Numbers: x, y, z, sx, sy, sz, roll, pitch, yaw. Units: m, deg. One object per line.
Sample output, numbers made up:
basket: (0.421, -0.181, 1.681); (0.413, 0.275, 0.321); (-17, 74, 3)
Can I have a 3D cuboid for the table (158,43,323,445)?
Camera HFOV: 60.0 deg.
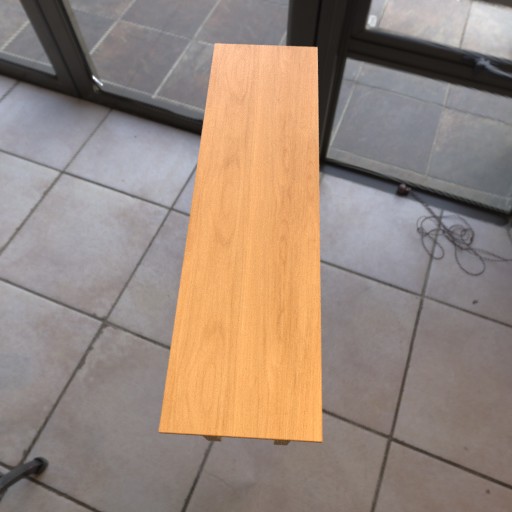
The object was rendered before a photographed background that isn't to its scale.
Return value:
table: (0.000, 0.000, 1.547); (0.350, 0.730, 1.240); (3, 63, 1)
